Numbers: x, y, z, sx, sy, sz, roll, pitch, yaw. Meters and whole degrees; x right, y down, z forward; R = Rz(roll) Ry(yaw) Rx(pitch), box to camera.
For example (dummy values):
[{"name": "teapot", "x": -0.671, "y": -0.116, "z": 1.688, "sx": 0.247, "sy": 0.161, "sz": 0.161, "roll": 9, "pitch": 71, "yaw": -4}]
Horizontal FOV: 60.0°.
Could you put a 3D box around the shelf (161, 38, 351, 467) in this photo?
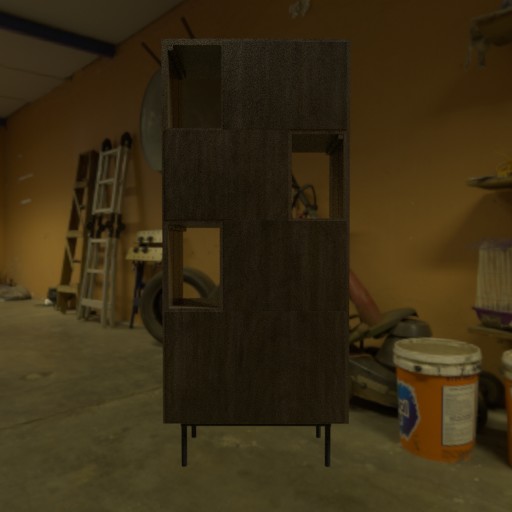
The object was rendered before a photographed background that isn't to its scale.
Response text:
[{"name": "shelf", "x": 0.000, "y": 0.000, "z": 1.744, "sx": 0.670, "sy": 1.545, "sz": 0.323, "roll": 0, "pitch": 1, "yaw": 0}]
